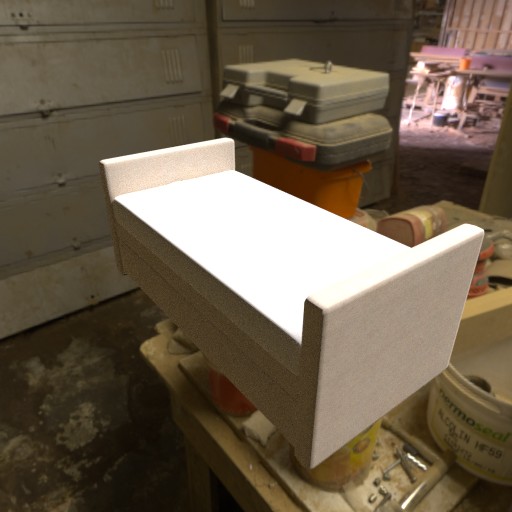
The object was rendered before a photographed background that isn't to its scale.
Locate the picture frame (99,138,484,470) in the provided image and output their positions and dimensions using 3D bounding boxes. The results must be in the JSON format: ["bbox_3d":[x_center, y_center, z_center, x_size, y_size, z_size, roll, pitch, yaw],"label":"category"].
[{"bbox_3d":[0.000,0.000,2.749,1.069,0.891,2.161,-20,35,-32],"label":"picture frame"}]
